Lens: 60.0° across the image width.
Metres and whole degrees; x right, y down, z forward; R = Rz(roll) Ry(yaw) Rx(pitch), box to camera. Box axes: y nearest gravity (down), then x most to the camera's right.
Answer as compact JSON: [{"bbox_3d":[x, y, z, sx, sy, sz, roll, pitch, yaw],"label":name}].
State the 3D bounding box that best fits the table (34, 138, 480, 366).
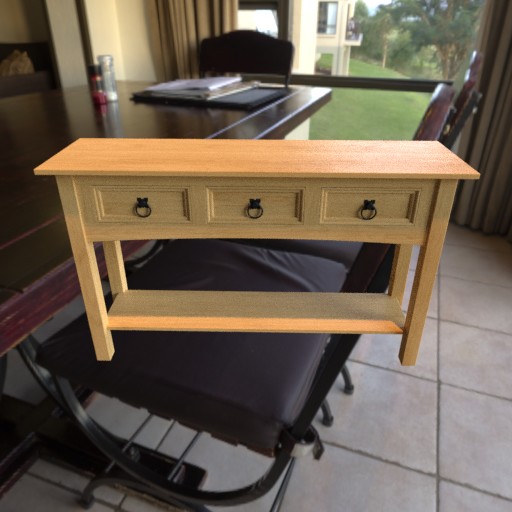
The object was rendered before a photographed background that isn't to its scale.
[{"bbox_3d":[0.000,0.000,1.558,1.240,0.730,0.350,1,29,1],"label":"table"}]
